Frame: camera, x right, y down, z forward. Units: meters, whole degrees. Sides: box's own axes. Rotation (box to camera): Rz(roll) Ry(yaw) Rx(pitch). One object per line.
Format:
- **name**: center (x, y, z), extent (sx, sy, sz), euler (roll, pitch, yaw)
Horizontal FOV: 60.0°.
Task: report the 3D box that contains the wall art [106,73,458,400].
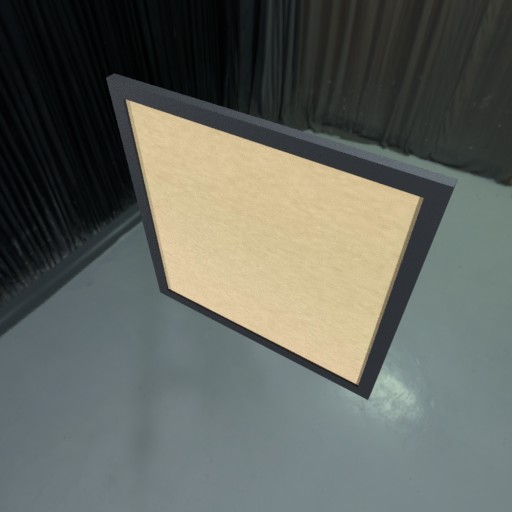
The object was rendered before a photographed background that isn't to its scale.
- **wall art**: center (0.000, 0.000, 0.532), extent (0.358, 0.357, 0.012), euler (24, 51, 21)
